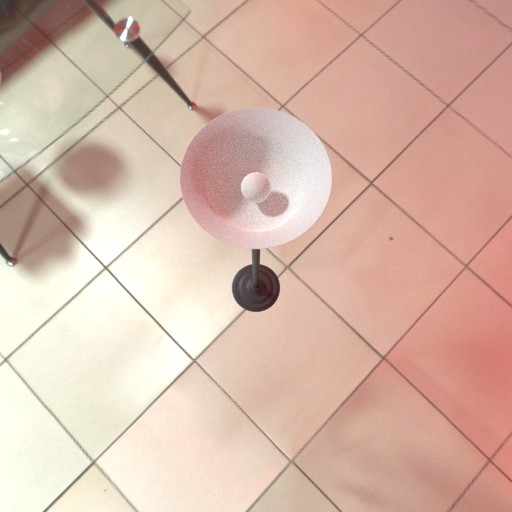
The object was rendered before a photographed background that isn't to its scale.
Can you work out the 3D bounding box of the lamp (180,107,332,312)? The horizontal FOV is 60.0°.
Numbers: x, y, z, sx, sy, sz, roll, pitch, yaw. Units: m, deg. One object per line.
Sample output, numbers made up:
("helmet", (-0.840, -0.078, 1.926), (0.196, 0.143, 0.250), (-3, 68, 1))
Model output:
("lamp", (0.000, 0.000, 2.048), (0.405, 1.797, 0.405), (-12, 77, -3))
